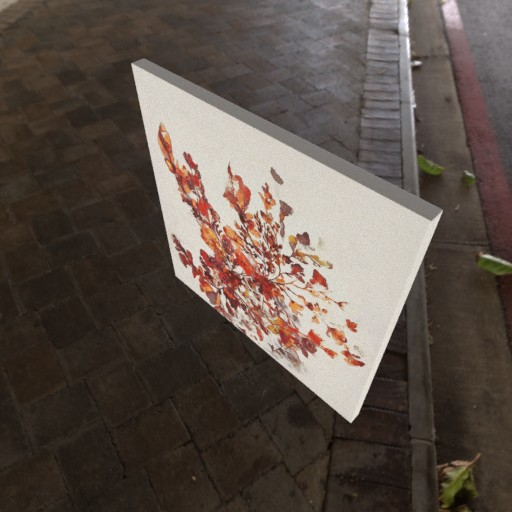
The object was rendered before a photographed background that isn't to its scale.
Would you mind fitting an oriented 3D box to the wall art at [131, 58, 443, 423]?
[{"bbox_3d":[0.000,0.000,1.494,1.009,1.009,0.049,36,57,28],"label":"wall art"}]
